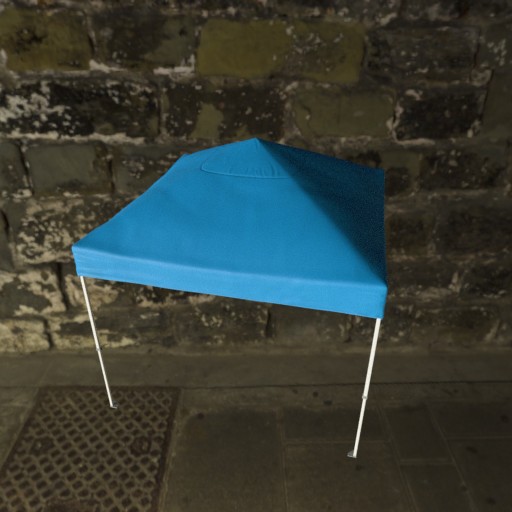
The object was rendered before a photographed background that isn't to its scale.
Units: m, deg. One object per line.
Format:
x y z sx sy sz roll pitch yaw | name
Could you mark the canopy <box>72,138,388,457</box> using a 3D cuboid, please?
0.000 0.000 5.607 2.998 2.997 2.996 7 31 12 | canopy
